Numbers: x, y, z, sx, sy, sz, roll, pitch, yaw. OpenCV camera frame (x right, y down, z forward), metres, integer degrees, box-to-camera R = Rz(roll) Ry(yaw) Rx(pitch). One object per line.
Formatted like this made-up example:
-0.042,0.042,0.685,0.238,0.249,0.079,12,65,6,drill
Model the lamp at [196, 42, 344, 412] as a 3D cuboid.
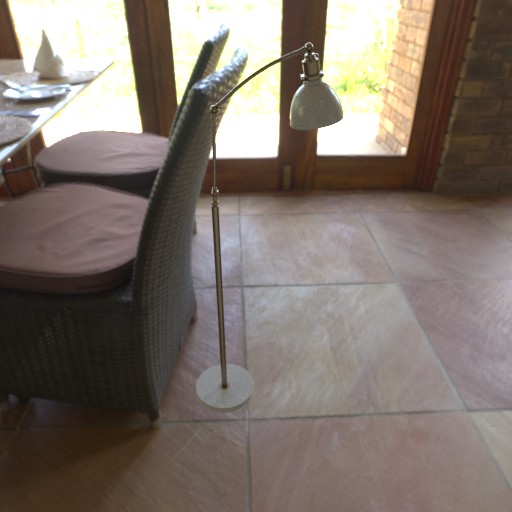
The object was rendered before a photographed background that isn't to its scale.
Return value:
0.000,0.000,1.817,0.599,1.586,0.288,0,32,0,lamp
